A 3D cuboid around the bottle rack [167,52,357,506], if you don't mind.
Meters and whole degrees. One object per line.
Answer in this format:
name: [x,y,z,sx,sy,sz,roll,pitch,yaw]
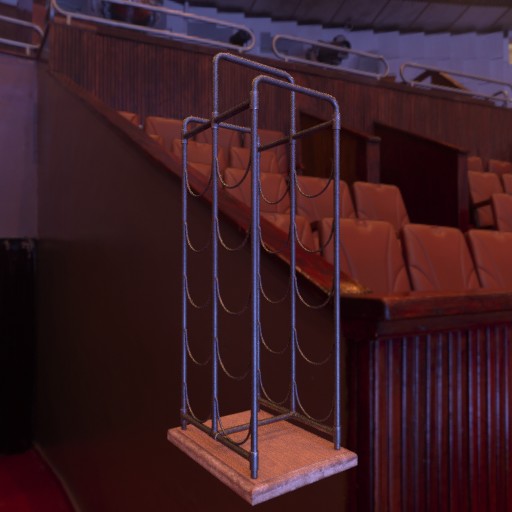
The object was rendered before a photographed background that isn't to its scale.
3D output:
bottle rack: [0.000,0.000,0.774,0.208,0.680,0.276,1,-1,-35]
